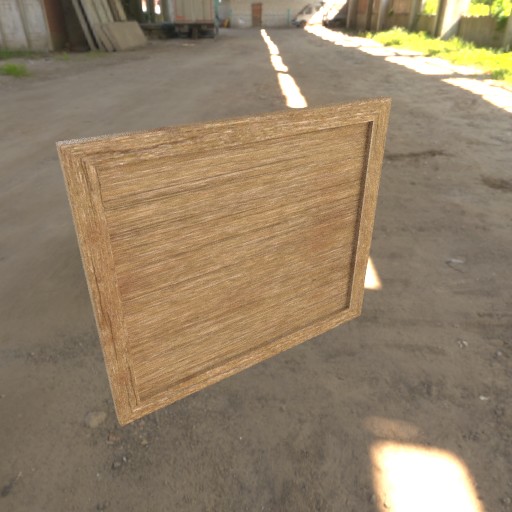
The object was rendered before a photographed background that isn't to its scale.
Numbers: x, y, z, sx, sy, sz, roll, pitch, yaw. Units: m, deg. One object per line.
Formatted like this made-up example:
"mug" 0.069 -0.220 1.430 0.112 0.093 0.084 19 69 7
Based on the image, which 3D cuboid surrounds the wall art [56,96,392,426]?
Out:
"wall art" 0.000 0.000 0.952 0.690 0.588 0.026 -18 34 -29
